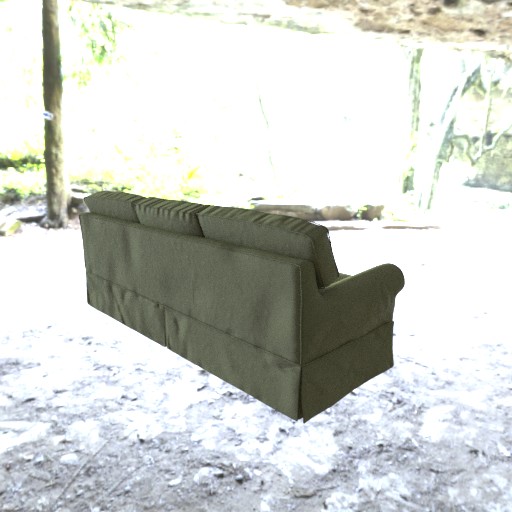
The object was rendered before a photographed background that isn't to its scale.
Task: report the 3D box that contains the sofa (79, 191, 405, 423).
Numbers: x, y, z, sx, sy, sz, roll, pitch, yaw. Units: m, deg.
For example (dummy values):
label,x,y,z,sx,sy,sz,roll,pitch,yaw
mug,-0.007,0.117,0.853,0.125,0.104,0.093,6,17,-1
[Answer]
label,x,y,z,sx,sy,sz,roll,pitch,yaw
sofa,0.000,0.000,3.424,1.733,0.978,2.475,-12,18,-43
